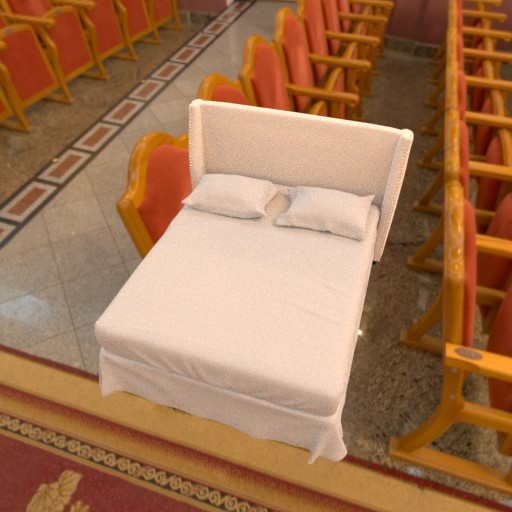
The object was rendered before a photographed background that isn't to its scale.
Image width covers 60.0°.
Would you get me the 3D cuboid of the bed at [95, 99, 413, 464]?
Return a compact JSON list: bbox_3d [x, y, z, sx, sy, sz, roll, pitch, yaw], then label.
[{"bbox_3d":[0.000,0.000,3.410,1.925,1.332,2.276,13,45,13],"label":"bed"}]
